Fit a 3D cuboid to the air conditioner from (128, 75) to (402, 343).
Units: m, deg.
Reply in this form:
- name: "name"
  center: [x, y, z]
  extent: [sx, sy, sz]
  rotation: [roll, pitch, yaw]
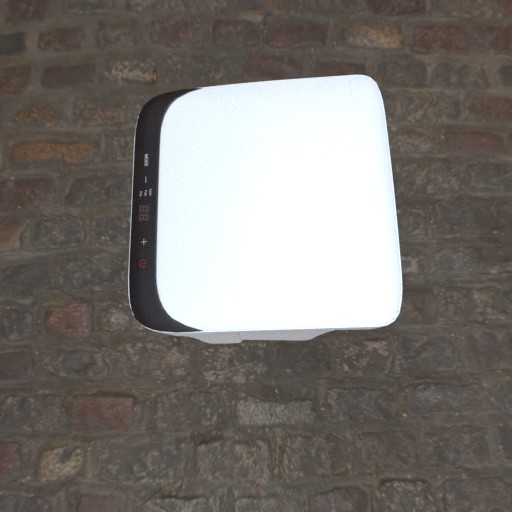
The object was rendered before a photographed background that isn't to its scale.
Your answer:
- name: "air conditioner"
  center: [0.000, 0.000, 0.915]
  extent: [0.369, 0.716, 0.352]
  rotation: [-1, 76, 0]
